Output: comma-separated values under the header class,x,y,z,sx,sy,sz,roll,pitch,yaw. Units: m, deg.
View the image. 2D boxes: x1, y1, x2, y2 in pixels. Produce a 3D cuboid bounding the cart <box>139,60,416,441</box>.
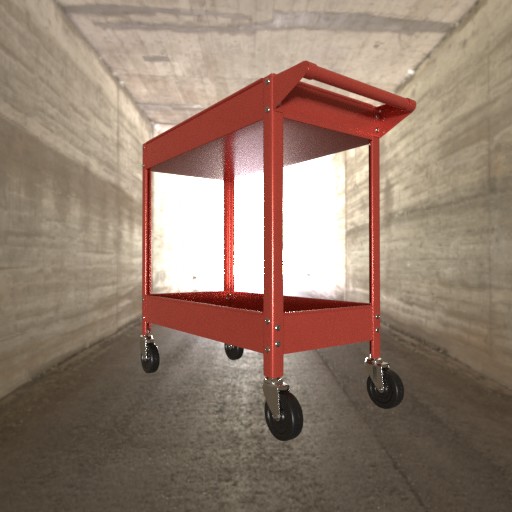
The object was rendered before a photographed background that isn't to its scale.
class,x,y,z,sx,sy,sz,roll,pitch,yaw
cart,0.000,0.000,1.206,0.366,0.719,0.779,1,-1,-36
